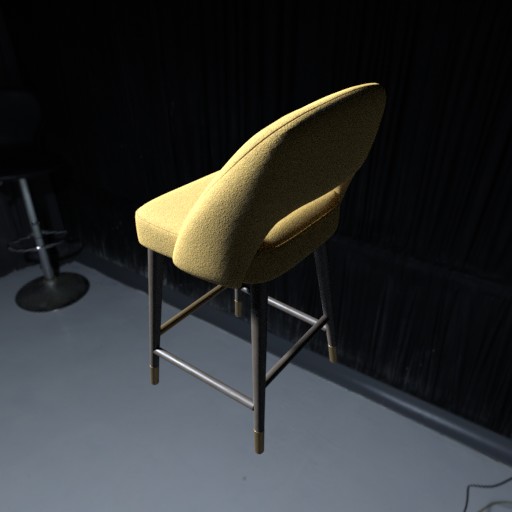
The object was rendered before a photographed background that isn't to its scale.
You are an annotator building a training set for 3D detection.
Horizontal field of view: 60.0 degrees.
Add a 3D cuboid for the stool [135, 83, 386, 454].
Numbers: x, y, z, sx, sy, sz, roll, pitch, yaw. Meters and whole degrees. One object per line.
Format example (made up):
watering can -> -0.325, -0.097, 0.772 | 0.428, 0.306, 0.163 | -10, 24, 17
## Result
stool -> 0.000, 0.000, 1.231 | 0.522, 0.939, 0.536 | 21, 37, 31
